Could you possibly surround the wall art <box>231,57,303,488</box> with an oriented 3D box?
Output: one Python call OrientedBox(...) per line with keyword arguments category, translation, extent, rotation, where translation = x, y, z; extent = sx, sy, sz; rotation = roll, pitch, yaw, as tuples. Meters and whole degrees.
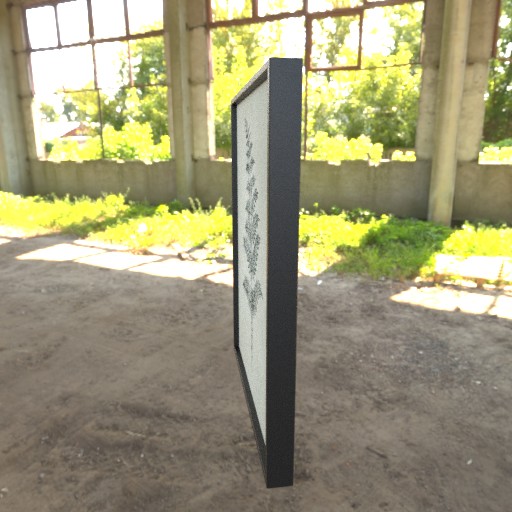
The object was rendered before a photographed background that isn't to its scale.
OrientedBox(category="wall art", translation=(0.000, 0.000, 0.767), extent=(0.039, 0.555, 0.449), rotation=(-2, 14, -8))
